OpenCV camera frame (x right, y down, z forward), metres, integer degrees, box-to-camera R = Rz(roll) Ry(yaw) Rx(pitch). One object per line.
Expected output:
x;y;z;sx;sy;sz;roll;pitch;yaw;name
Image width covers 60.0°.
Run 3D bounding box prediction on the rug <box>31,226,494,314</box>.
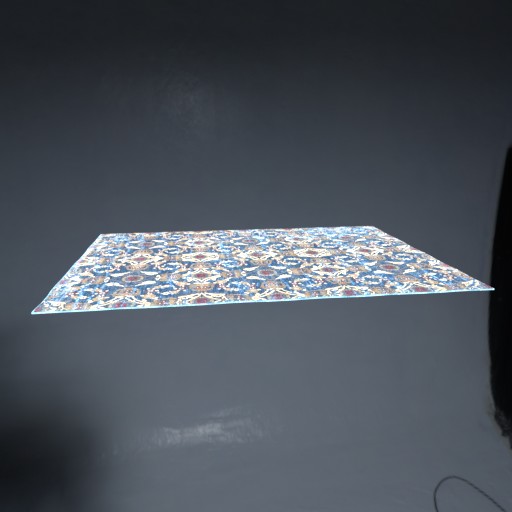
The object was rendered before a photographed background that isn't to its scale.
0.000;0.000;2.830;2.207;0.014;1.567;-2;16;-8;rug
